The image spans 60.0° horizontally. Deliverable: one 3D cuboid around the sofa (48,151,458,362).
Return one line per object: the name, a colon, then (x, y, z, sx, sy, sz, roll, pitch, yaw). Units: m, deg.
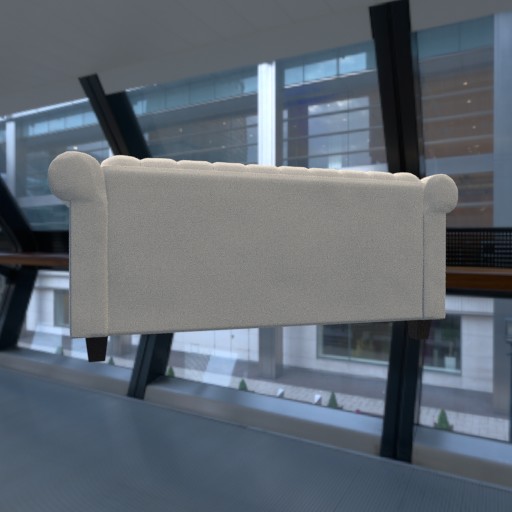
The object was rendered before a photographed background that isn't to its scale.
sofa: (0.000, 0.000, 2.215, 1.798, 0.796, 0.771, 0, 1, -17)
